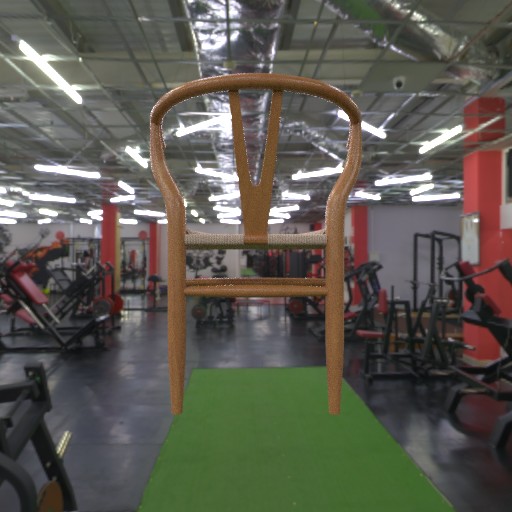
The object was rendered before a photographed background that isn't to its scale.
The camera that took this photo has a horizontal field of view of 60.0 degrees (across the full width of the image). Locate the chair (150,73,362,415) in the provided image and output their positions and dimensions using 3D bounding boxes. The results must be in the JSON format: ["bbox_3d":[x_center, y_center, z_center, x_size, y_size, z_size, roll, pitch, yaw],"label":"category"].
[{"bbox_3d":[0.000,0.000,1.165,0.569,0.730,0.579,0,-1,0],"label":"chair"}]
